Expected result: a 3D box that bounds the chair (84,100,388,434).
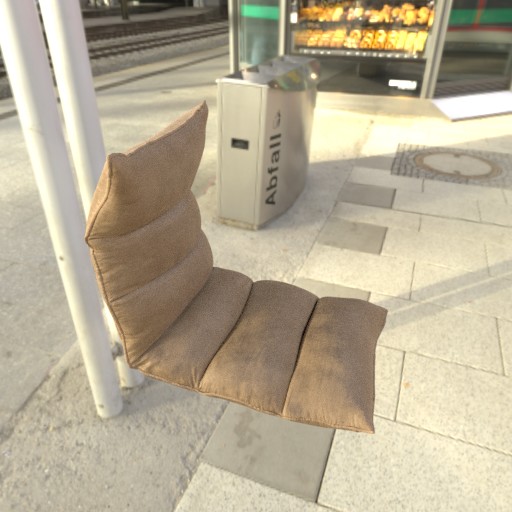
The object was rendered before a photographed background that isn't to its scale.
[{"bbox_3d":[0.000,0.000,1.577,0.985,0.892,0.714,10,32,16],"label":"chair"}]
